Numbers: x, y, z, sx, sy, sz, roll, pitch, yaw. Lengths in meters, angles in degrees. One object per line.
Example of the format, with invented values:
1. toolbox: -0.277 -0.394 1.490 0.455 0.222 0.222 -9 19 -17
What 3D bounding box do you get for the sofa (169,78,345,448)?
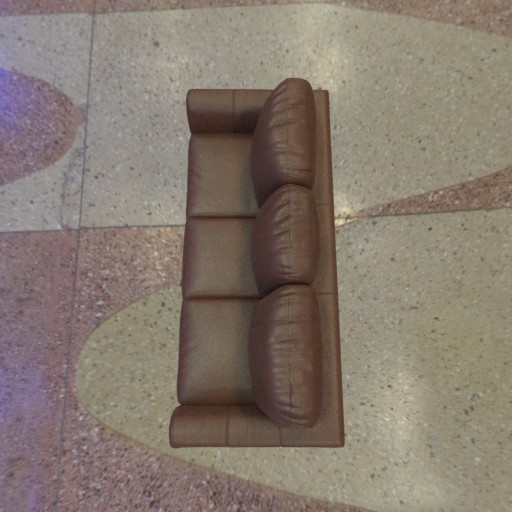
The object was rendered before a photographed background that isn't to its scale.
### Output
1. sofa: 0.000 0.000 2.345 0.802 0.915 1.862 0 75 0
